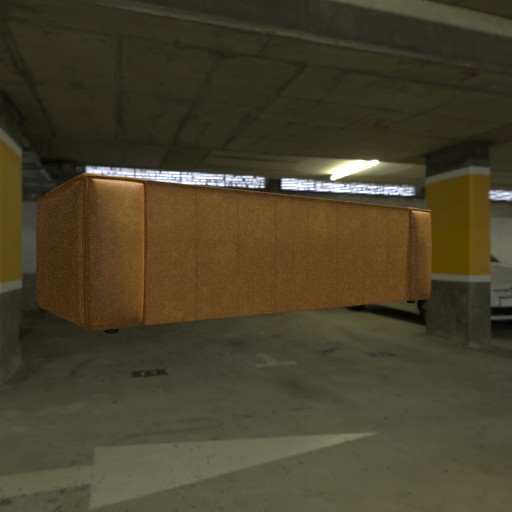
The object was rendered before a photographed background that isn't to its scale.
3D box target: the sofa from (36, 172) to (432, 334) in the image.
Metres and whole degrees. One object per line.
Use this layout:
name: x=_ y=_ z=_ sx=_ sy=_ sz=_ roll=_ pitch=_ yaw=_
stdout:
sofa: x=0.000 y=0.000 z=3.001 sx=2.581 sy=0.701 sz=1.102 roll=0 pitch=0 yaw=-36
